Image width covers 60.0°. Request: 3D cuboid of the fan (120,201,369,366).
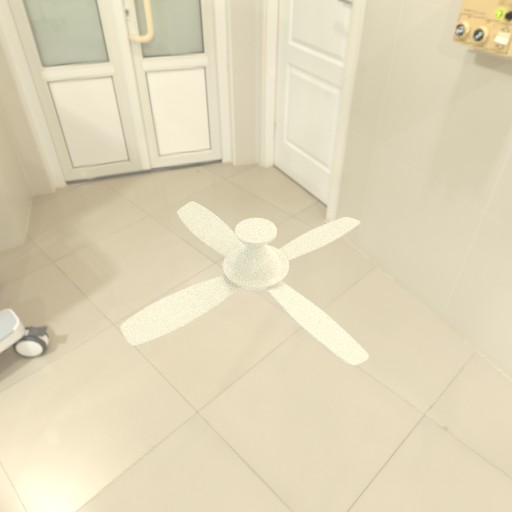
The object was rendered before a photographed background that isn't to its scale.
[{"bbox_3d":[0.000,0.000,2.588,1.693,0.382,1.694,-26,47,-28],"label":"fan"}]
